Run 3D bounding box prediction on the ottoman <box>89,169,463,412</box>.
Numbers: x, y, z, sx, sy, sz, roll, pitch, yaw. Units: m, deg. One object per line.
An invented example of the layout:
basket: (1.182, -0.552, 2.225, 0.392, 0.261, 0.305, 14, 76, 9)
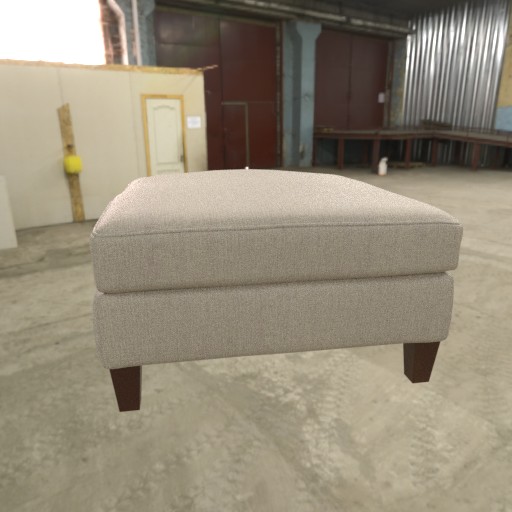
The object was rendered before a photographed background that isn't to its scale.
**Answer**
ottoman: (0.000, 0.000, 1.364, 0.838, 0.481, 0.838, -3, 17, -9)
